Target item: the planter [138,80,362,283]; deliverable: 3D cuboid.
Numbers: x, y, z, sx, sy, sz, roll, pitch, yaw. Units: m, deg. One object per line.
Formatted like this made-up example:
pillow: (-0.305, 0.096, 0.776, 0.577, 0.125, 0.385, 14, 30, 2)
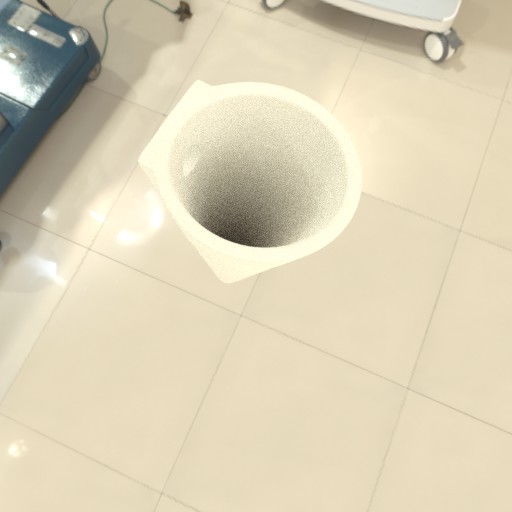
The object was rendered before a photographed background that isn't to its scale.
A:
planter: (0.000, 0.000, 0.224, 0.064, 0.193, 0.057, 30, 76, 8)
